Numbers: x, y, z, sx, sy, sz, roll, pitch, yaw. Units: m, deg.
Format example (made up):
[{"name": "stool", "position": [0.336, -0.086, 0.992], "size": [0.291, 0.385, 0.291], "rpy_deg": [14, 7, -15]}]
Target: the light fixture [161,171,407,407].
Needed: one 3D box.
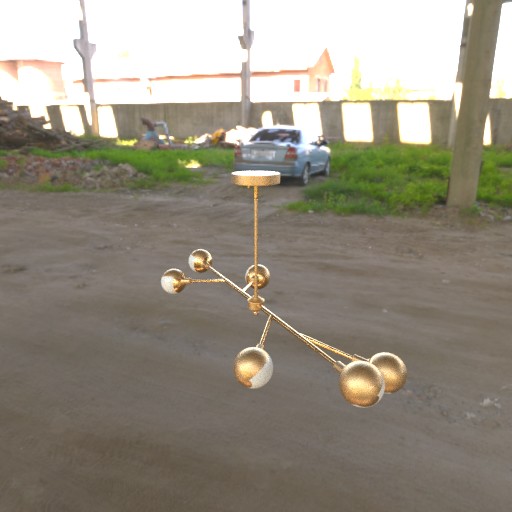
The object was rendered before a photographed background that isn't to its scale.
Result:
[{"name": "light fixture", "position": [0.000, 0.000, 0.979], "size": [0.434, 0.362, 0.778], "rpy_deg": [-3, 17, -11]}]
